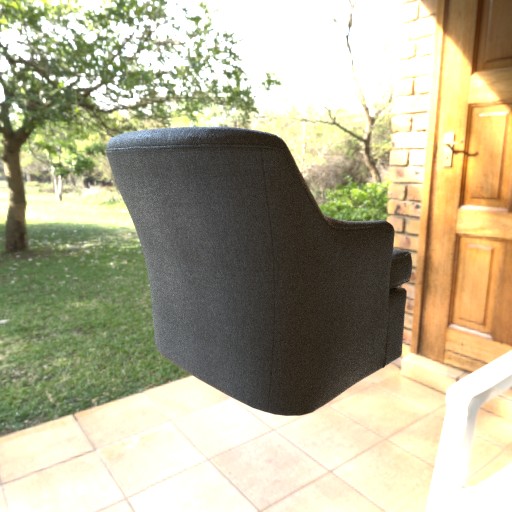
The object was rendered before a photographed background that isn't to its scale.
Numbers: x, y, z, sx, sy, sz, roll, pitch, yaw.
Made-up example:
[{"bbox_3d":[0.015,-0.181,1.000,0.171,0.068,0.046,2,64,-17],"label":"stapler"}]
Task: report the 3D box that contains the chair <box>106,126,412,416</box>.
[{"bbox_3d":[0.000,0.000,1.624,0.923,0.856,0.864,-11,16,-42],"label":"chair"}]
